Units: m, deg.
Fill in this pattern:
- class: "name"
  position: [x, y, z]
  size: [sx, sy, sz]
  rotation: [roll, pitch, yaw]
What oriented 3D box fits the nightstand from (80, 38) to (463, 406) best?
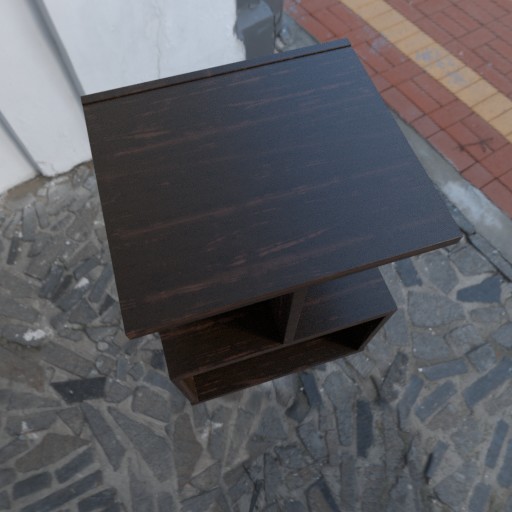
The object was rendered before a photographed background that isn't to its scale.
- class: "nightstand"
  position: [0.000, 0.000, 0.817]
  size: [0.400, 0.559, 0.356]
  rotation: [-16, 65, -8]
